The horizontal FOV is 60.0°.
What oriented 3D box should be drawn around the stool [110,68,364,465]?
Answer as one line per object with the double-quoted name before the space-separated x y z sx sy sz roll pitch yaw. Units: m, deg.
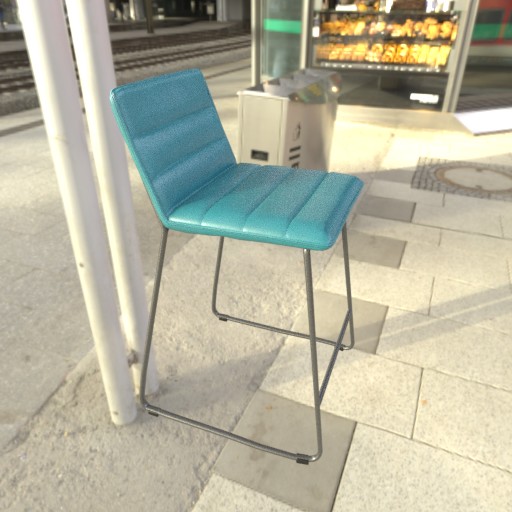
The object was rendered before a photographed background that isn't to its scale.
"stool" 0.000 0.000 1.167 0.524 0.866 0.489 11 31 18
